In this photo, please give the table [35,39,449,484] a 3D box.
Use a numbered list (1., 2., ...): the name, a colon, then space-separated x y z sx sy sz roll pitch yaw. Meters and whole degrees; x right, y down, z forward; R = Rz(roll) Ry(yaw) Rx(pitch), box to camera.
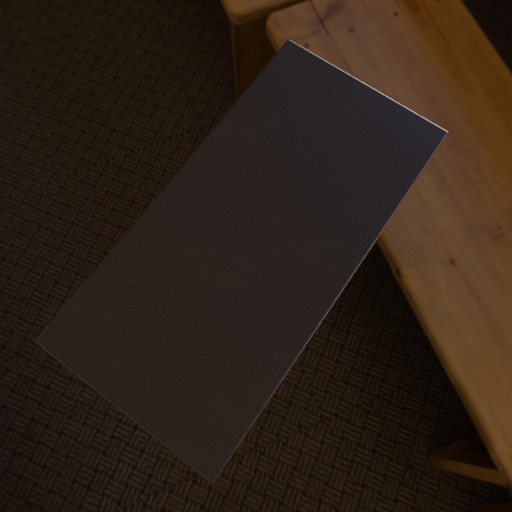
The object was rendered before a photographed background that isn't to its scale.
1. table: 0.000 0.000 1.412 0.550 0.510 1.107 34 77 9
